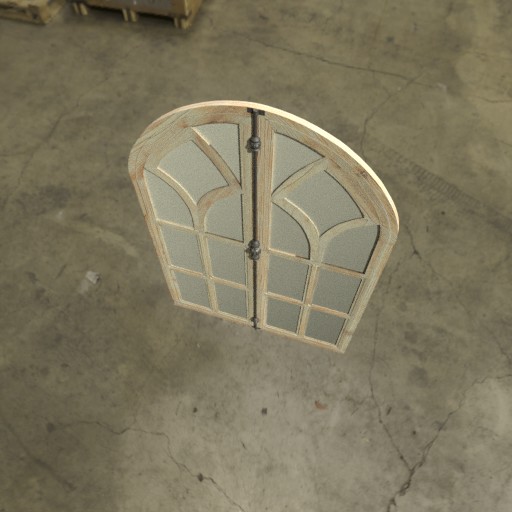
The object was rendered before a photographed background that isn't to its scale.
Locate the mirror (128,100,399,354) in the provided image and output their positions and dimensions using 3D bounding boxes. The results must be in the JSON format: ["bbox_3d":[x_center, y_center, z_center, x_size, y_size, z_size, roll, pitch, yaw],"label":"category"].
[{"bbox_3d":[0.000,0.000,1.132,0.609,0.915,0.032,15,58,9],"label":"mirror"}]
